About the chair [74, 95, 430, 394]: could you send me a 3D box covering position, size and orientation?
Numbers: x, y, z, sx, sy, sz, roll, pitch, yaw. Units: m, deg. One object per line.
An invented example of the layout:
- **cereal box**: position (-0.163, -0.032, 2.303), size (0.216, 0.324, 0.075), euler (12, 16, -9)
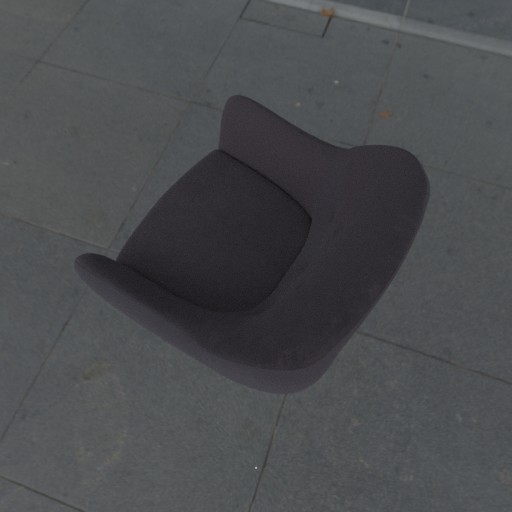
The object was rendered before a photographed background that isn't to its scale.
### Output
- **chair**: position (0.000, 0.000, 1.511), size (0.819, 0.807, 0.840), euler (32, 68, 14)
